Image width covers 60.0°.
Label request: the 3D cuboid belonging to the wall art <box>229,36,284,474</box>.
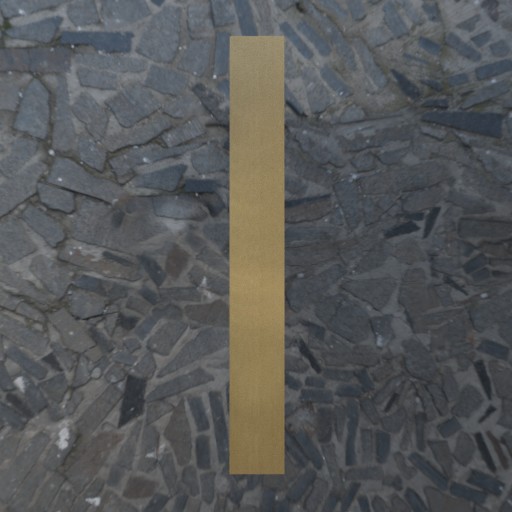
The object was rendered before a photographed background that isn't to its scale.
[{"bbox_3d":[0.000,0.000,0.460,0.038,0.305,0.304,0,90,0],"label":"wall art"}]
